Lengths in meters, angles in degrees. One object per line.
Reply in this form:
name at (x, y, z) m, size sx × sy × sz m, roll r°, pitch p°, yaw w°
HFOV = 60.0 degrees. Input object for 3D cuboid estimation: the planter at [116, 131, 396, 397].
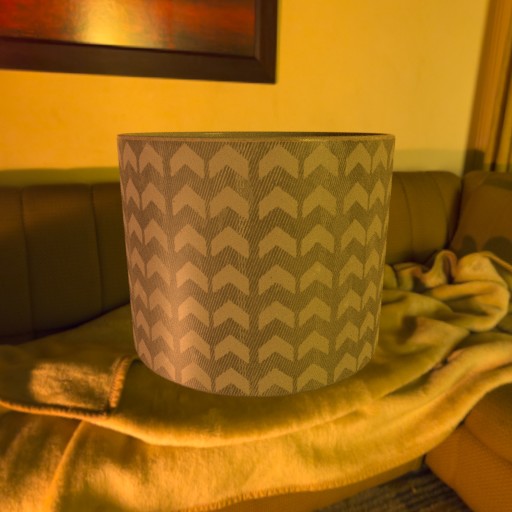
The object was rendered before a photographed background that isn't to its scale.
planter at (0.000, 0.000, 0.448) m, size 0.250 × 0.239 × 0.250 m, roll 0°, pitch 17°, yaw 0°
